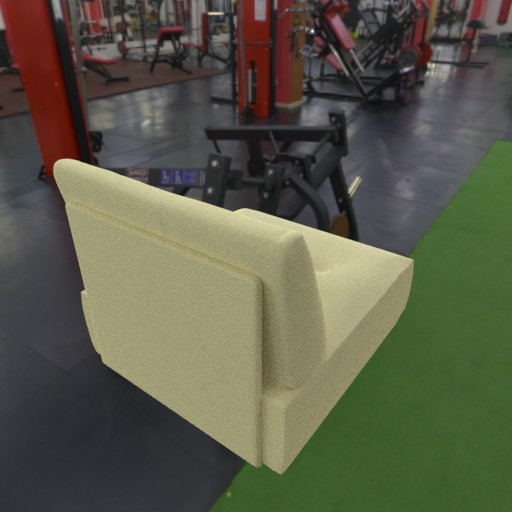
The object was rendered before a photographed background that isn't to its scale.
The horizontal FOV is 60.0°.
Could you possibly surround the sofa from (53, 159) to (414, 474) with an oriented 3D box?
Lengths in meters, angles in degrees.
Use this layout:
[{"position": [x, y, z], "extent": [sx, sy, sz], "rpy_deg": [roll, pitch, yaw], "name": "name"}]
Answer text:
[{"position": [0.000, 0.000, 1.685], "extent": [0.930, 0.820, 1.000], "rpy_deg": [21, 36, 31], "name": "sofa"}]
